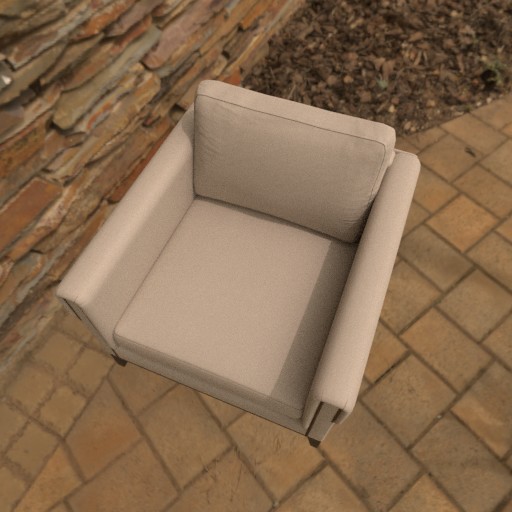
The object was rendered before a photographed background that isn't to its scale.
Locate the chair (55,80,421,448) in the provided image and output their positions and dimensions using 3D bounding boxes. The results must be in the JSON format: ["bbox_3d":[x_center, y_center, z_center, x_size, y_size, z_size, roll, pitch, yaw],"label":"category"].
[{"bbox_3d":[0.000,0.000,1.632,0.914,0.838,0.959,19,59,12],"label":"chair"}]
